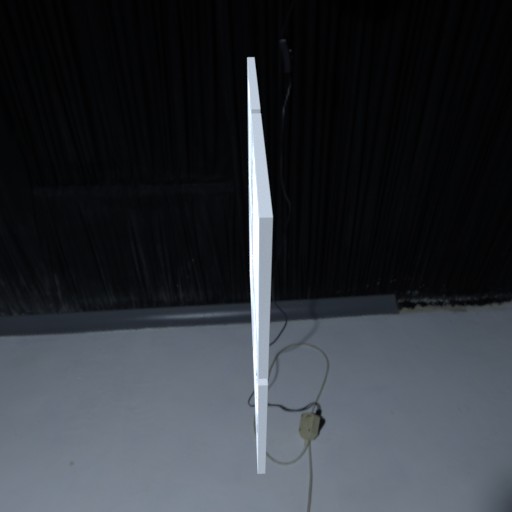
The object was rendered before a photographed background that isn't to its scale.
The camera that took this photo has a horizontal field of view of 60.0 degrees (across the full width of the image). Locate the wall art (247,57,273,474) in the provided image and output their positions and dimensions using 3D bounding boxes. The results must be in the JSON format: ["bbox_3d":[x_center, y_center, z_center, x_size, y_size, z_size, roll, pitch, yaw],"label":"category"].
[{"bbox_3d":[0.000,0.000,1.679,0.029,1.118,1.118,-1,39,-2],"label":"wall art"}]
